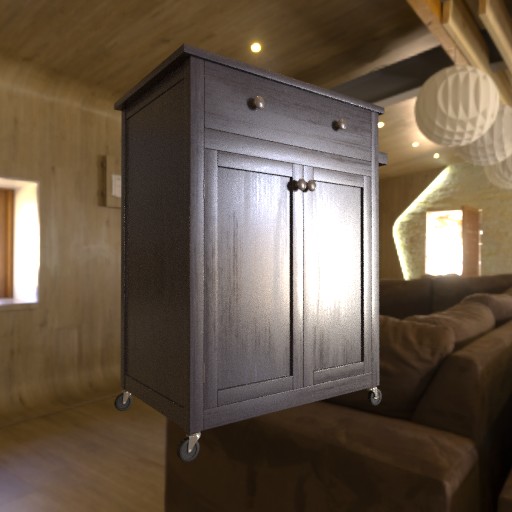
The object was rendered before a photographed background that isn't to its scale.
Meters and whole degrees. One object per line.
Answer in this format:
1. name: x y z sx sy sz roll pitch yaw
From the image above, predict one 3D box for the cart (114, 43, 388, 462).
1. cart: 0.000 0.000 1.292 0.690 0.878 0.449 1 -1 -36
